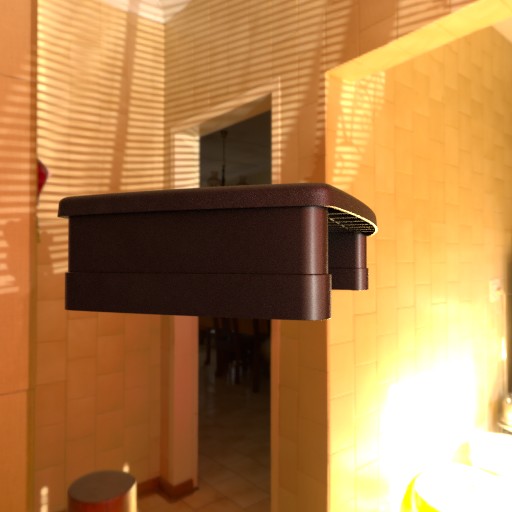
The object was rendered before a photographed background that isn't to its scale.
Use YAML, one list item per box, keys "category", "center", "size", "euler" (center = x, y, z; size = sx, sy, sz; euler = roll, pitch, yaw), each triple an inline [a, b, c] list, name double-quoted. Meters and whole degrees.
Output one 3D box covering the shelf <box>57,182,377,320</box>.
- category: "shelf"
  center: [0.000, 0.000, 0.534]
  size: [0.280, 0.100, 0.410]
  euler: [0, -1, 19]
